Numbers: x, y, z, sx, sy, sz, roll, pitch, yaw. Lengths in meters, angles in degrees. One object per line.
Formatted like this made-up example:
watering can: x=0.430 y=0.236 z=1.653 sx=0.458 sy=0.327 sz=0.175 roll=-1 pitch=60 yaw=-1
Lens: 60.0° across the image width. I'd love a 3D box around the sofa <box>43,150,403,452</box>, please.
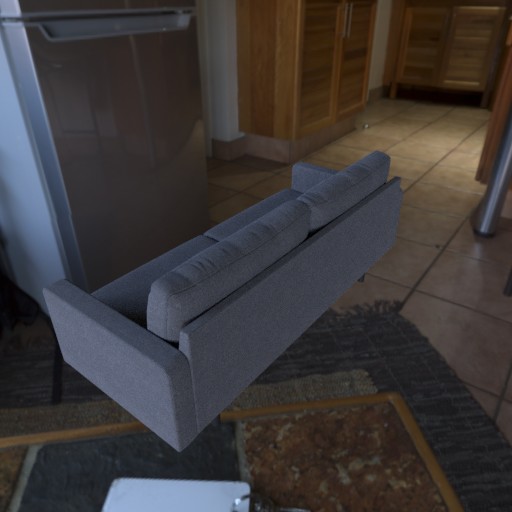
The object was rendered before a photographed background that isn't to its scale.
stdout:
sofa: x=0.000 y=0.000 z=2.571 sx=0.880 sy=0.880 sz=2.100 roll=22 pitch=38 yaw=32
